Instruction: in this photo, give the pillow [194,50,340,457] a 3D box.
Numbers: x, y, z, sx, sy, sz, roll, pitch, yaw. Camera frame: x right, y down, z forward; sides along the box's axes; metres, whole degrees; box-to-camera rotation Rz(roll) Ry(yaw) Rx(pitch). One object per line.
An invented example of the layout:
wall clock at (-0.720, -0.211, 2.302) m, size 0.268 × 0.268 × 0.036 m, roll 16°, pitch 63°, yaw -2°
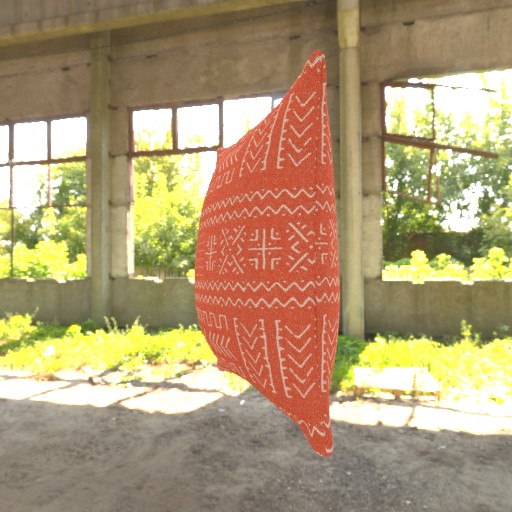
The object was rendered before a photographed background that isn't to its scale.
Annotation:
pillow at (0.000, 0.000, 0.654) m, size 0.164 × 0.429 × 0.438 m, roll 1°, pitch -2°, yaw -19°
